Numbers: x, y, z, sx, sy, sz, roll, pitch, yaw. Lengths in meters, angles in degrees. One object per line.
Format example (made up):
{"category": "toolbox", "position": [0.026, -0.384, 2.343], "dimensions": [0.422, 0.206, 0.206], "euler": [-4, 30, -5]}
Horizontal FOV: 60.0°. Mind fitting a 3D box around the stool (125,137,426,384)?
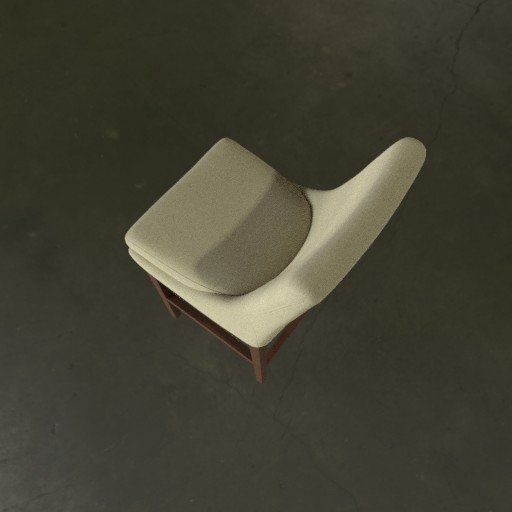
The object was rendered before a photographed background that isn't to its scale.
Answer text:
{"category": "stool", "position": [0.000, 0.000, 1.295], "dimensions": [0.577, 0.981, 0.470], "euler": [34, 68, 16]}
